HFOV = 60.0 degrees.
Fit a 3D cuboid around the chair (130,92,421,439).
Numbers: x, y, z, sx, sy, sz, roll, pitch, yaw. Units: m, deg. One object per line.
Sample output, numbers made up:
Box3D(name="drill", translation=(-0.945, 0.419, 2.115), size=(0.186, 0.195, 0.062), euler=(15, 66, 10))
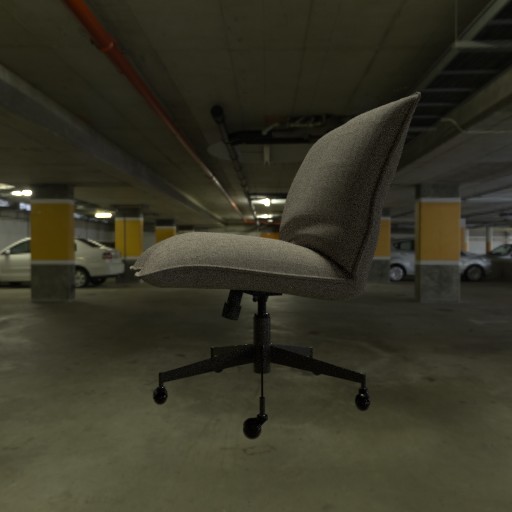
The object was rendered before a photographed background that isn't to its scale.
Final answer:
Box3D(name="chair", translation=(0.000, 0.000, 1.274), size=(0.696, 0.811, 0.597), euler=(0, 1, -16))
